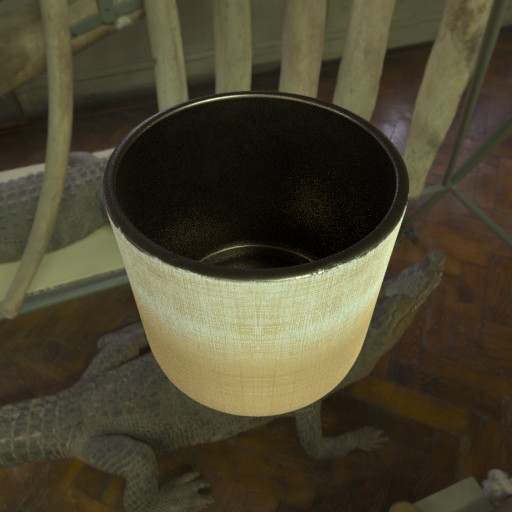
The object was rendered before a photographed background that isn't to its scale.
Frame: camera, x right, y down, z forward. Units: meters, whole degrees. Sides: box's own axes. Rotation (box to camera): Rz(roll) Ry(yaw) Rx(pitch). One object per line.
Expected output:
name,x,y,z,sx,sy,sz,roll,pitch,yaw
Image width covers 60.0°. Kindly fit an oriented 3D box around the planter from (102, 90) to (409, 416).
planter,0.000,0.000,0.393,0.221,0.201,0.221,0,48,0
